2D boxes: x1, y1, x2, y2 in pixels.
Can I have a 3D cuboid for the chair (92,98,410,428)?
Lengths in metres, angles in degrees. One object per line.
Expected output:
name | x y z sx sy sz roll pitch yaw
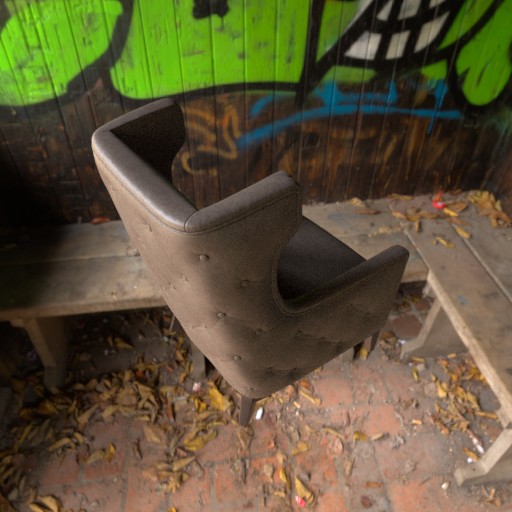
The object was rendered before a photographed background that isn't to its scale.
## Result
chair | 0.000 0.000 1.697 0.899 1.079 0.769 -26 47 -26
